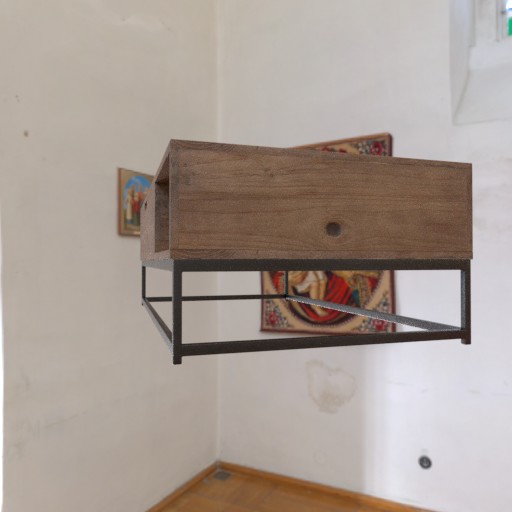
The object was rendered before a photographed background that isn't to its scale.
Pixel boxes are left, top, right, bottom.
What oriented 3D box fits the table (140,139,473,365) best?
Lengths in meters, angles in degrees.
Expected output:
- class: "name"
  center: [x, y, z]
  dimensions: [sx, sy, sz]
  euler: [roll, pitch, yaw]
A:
- class: "table"
  center: [0.000, 0.000, 1.393]
  dimensions: [0.655, 0.395, 1.101]
  euler: [0, -1, -17]
